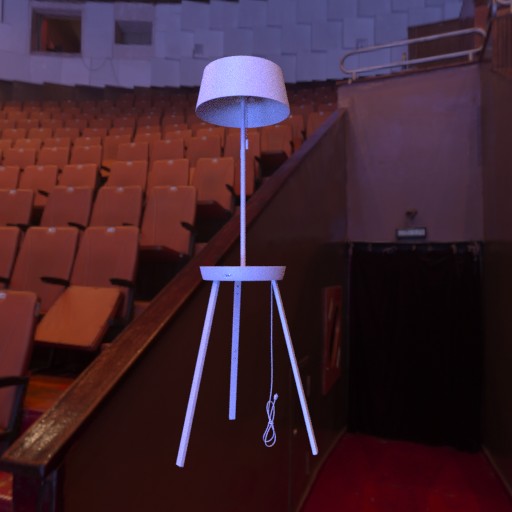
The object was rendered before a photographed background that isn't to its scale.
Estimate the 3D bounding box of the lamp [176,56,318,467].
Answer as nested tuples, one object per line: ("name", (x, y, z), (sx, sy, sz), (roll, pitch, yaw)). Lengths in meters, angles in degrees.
("lamp", (0.000, 0.000, 1.686), (0.468, 1.429, 0.508), (0, -1, 18))
